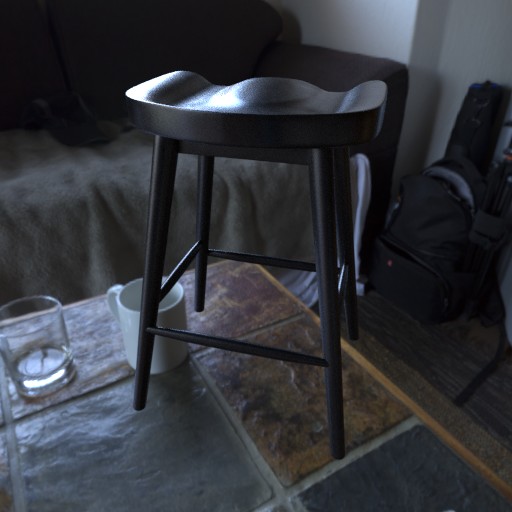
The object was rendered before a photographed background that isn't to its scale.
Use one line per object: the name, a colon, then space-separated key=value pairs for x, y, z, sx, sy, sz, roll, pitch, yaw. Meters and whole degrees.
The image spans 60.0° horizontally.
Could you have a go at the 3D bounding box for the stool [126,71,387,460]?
stool: x=0.000 y=0.000 z=0.859 sx=0.440 sy=0.615 sz=0.361 roll=8 pitch=33 yaw=13
